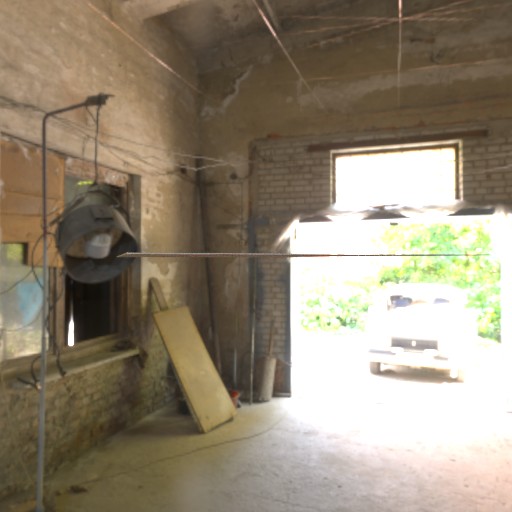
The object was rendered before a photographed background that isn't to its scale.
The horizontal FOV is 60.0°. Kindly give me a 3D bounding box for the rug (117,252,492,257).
[{"bbox_3d":[0.000,0.000,4.161,2.451,0.008,3.143,0,0,-18],"label":"rug"}]
